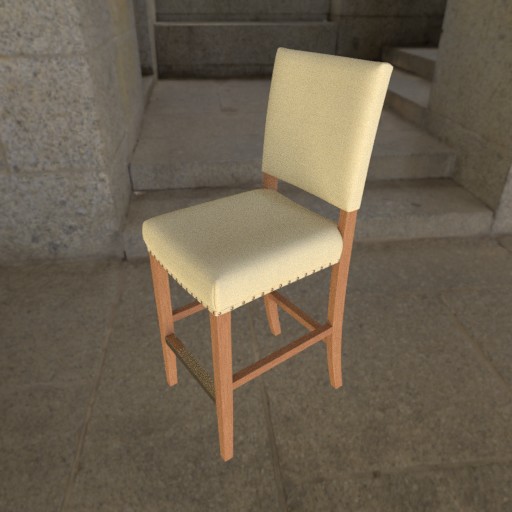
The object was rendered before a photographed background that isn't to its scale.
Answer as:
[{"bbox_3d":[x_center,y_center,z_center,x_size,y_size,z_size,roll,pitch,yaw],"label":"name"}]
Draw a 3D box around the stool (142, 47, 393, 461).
[{"bbox_3d":[0.000,0.000,1.441,0.584,1.168,0.445,-20,37,-30],"label":"stool"}]
